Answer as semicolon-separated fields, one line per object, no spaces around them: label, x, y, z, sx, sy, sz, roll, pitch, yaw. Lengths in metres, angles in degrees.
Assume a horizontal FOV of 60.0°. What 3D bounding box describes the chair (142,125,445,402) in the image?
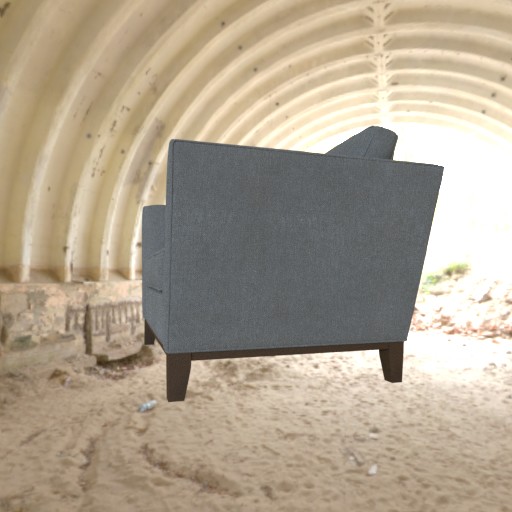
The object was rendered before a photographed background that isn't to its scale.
chair;0.000;0.000;2.064;0.965;0.942;1.396;1;-3;-18
